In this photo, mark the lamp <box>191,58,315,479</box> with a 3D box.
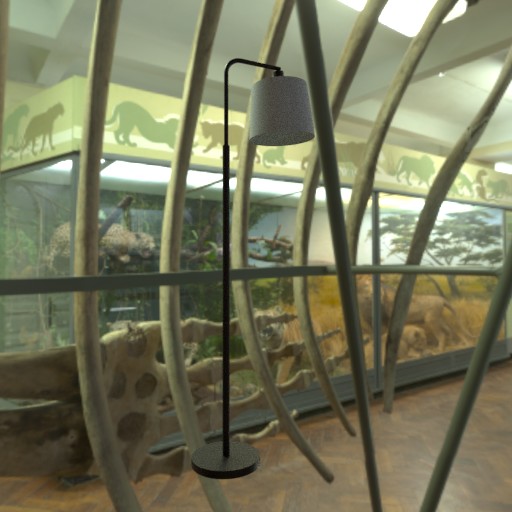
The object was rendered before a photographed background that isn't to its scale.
[{"bbox_3d":[0.000,0.000,1.664,0.508,1.478,0.254,0,-1,-35],"label":"lamp"}]
